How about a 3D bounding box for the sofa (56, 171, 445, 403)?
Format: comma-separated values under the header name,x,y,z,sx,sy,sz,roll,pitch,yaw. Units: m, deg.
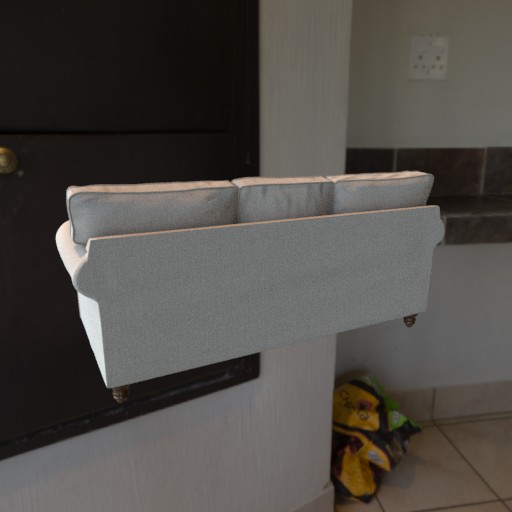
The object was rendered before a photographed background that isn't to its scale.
name,x,y,z,sx,sy,sz,roll,pitch,yaw
sofa,0.000,0.000,2.586,2.084,0.961,0.916,-8,17,-27
